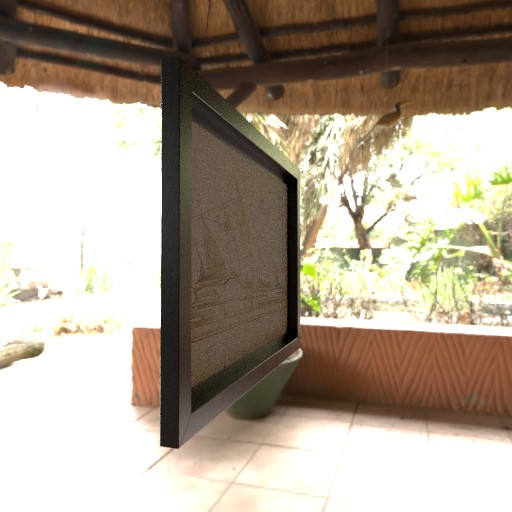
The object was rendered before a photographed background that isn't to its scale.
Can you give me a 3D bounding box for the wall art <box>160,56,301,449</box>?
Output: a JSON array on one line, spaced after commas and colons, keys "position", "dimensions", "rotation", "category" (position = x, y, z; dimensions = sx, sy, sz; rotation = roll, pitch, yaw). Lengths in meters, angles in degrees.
[{"position": [0.000, 0.000, 0.832], "dimensions": [0.027, 0.458, 0.657], "rotation": [0, -1, 18], "category": "wall art"}]
